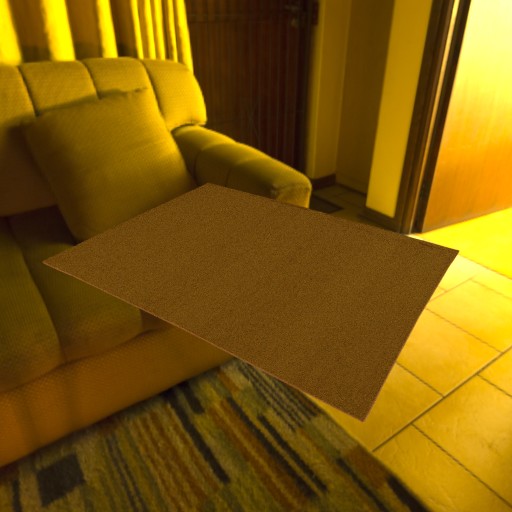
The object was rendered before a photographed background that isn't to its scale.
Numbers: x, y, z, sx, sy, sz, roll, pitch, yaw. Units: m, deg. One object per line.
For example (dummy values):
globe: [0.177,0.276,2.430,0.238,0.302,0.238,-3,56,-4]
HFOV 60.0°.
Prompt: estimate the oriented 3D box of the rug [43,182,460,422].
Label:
rug: [0.000,0.000,4.236,3.202,0.045,2.434,19,36,29]
